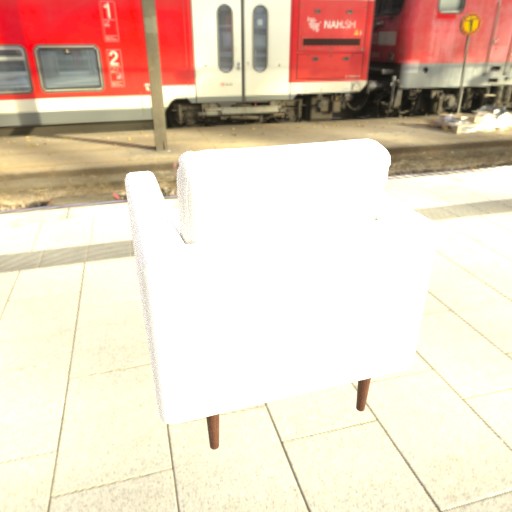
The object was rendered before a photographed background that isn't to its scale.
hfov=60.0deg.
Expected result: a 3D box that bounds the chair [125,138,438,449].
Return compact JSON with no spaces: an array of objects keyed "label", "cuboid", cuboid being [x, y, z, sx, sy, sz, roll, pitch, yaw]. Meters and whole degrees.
[{"label":"chair","cuboid":[0.000,0.000,1.595,0.831,0.899,0.879,-8,27,-16]}]
